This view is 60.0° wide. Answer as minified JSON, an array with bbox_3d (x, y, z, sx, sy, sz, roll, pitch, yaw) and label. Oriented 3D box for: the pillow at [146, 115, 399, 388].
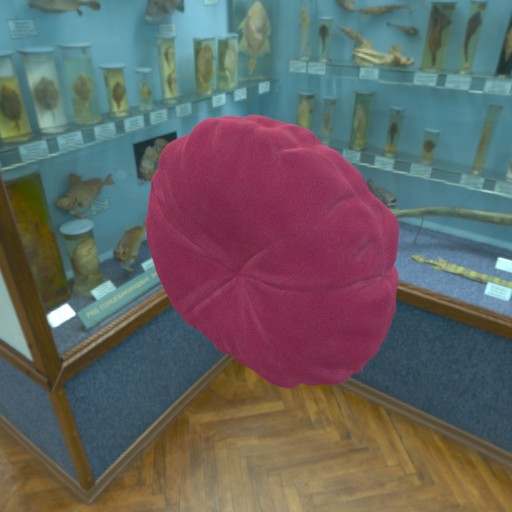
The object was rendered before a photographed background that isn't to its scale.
[{"bbox_3d":[0.000,0.000,0.660,0.428,0.407,0.148,22,38,31],"label":"pillow"}]
